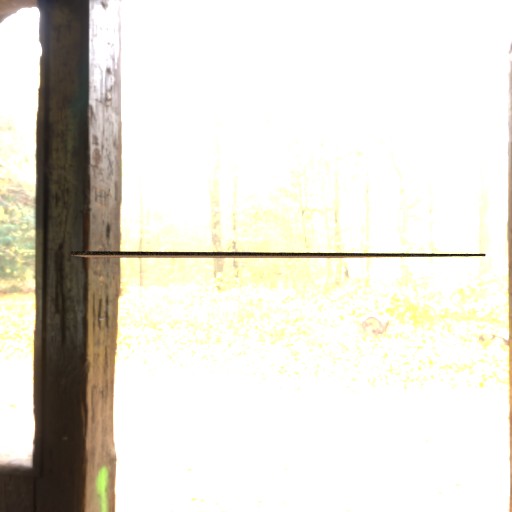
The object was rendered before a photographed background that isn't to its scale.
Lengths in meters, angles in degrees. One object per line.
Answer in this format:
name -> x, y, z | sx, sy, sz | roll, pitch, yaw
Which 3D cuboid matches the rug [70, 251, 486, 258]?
rug -> 0.000, 0.000, 4.125 | 3.000, 0.025, 2.401 | 0, -1, -18
